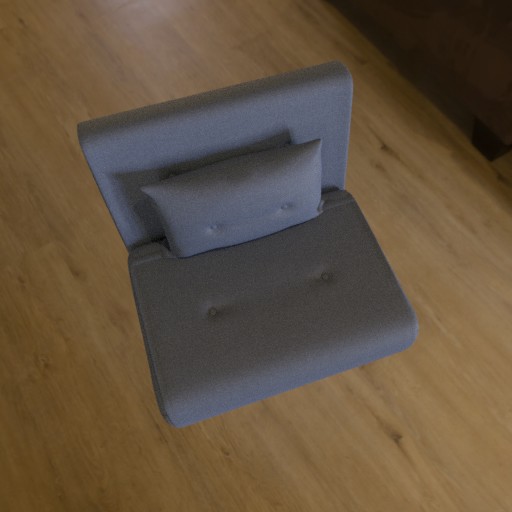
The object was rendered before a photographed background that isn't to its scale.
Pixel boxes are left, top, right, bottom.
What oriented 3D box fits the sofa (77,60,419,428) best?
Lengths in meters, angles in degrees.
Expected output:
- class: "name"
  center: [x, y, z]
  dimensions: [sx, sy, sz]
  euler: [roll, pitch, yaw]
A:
- class: "sofa"
  center: [0.000, 0.000, 1.732]
  dimensions: [0.999, 0.860, 0.996]
  euler: [-17, 65, -8]
